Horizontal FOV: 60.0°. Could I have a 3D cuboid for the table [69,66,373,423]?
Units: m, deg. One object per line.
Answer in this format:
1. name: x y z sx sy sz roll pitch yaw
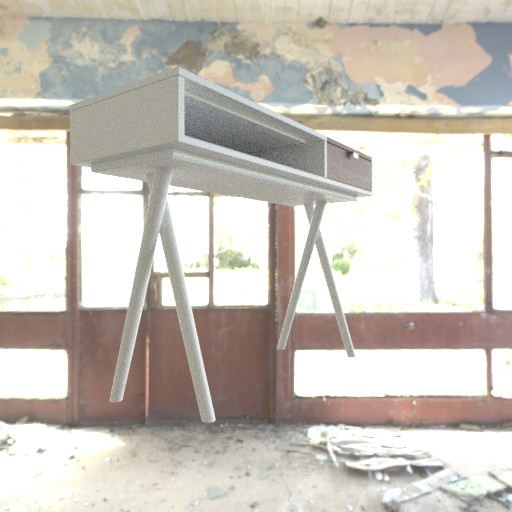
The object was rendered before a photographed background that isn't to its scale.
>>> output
1. table: 0.000 0.000 1.455 0.418 0.785 1.066 0 0 36
